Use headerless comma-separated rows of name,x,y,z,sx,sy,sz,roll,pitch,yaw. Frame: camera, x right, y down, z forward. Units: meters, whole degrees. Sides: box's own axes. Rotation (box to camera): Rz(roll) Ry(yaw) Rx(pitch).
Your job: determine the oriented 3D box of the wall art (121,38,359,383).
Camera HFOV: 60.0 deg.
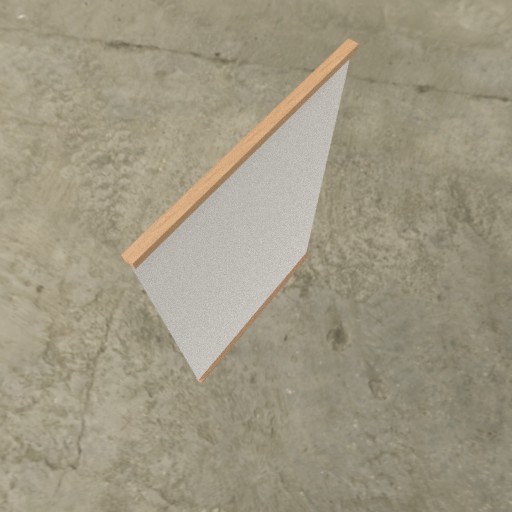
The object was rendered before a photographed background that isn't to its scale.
wall art,0.000,0.000,0.774,0.016,0.611,0.401,36,69,16
